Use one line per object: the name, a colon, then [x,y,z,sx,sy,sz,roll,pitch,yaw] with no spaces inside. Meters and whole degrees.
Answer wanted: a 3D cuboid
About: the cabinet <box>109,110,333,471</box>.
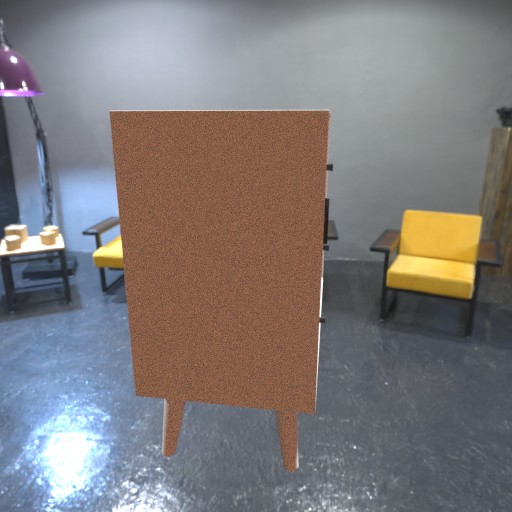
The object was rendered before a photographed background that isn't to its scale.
cabinet: [0.000,0.000,1.243,0.398,0.761,0.800,3,17,9]
